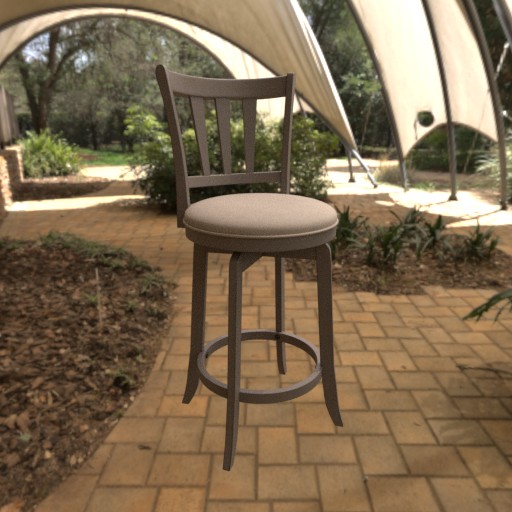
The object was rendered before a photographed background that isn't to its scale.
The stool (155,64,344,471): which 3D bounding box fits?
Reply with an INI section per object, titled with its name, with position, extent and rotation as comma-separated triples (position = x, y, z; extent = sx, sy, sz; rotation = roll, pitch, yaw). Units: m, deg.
[stool]
position = 0.000, 0.000, 1.274
extent = 0.436, 1.023, 0.475
rotation = -9, 19, -27
